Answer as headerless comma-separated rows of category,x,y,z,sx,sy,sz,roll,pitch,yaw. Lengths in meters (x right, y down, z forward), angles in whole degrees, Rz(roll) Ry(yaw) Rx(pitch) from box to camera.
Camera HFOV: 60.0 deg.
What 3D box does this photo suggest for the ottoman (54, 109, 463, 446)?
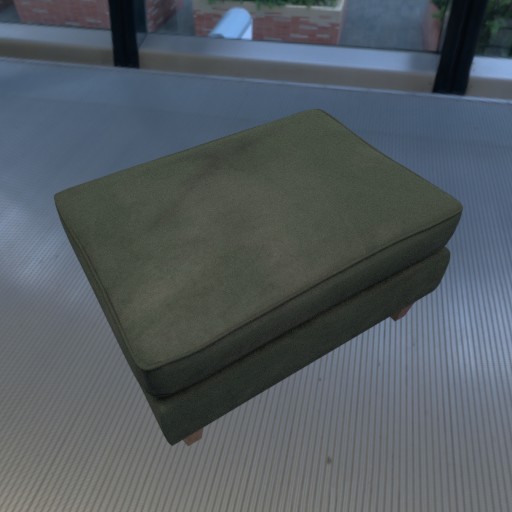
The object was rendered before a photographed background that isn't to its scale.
ottoman,0.000,0.000,1.240,0.864,0.495,0.632,-24,51,-22
